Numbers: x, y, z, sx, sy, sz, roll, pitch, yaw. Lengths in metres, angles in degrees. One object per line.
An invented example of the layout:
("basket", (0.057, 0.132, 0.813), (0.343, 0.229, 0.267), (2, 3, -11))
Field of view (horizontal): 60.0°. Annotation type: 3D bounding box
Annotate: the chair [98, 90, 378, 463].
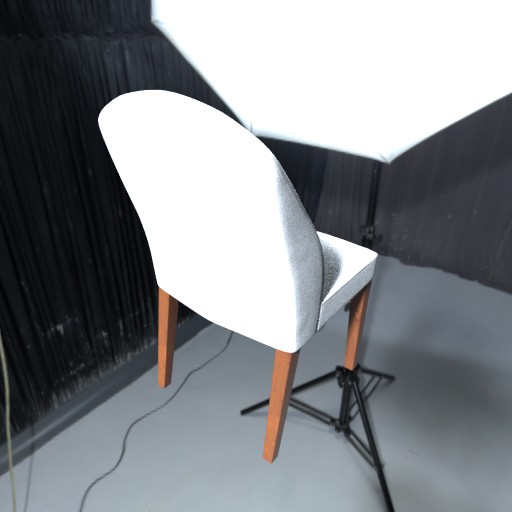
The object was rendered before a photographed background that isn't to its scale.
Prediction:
("chair", (0.000, 0.000, 1.174), (0.472, 0.893, 0.540), (21, 36, 33))
